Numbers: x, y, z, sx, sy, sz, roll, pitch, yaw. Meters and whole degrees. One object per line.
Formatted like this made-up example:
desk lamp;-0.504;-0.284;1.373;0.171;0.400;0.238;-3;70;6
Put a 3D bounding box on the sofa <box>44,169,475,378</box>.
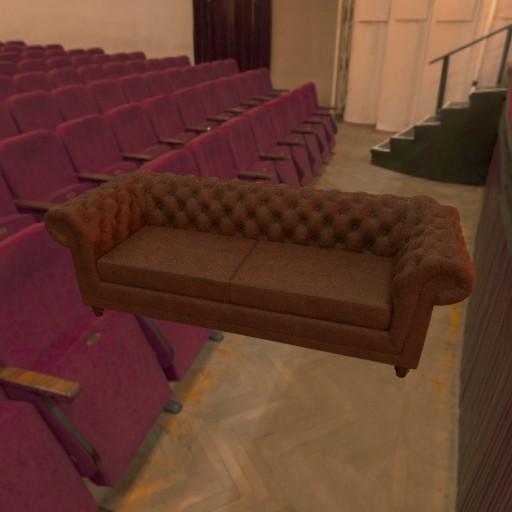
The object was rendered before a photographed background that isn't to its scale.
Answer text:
sofa;0.000;0.000;2.829;2.385;0.783;0.944;8;28;16
